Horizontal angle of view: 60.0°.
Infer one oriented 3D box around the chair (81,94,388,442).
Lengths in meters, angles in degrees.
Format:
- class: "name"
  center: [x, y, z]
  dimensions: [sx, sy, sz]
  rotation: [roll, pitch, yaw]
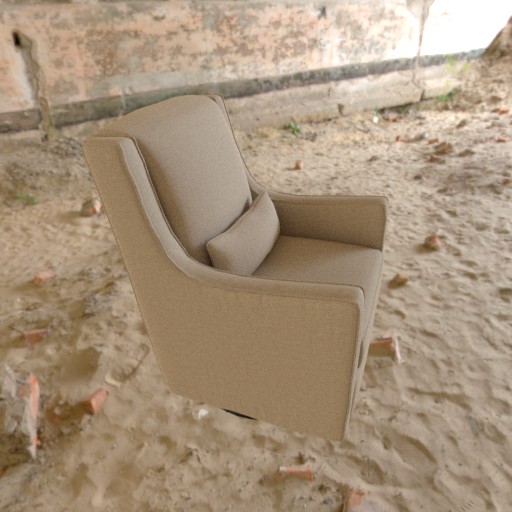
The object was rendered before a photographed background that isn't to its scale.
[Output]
- class: "chair"
  center: [0.000, 0.000, 1.591]
  dimensions: [0.879, 0.993, 0.732]
  rotation: [11, 33, 17]
